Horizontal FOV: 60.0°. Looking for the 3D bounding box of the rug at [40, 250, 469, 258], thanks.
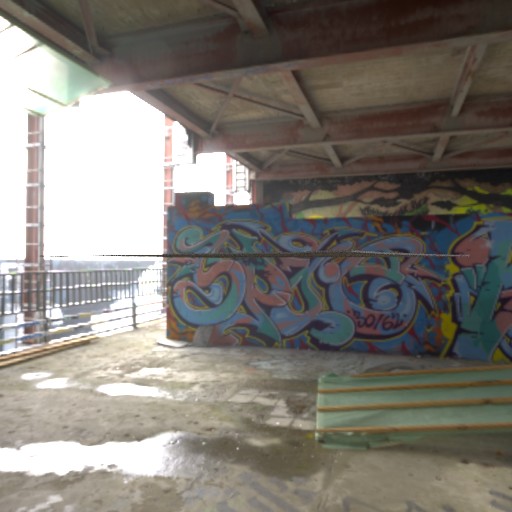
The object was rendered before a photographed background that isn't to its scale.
[{"bbox_3d":[0.000,0.000,4.027,3.069,0.026,2.451,0,-1,38],"label":"rug"}]
